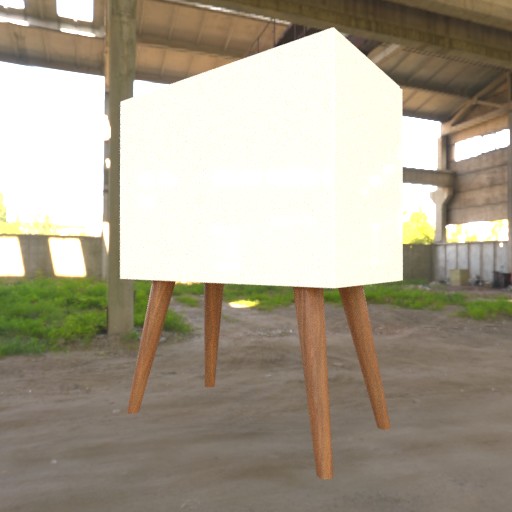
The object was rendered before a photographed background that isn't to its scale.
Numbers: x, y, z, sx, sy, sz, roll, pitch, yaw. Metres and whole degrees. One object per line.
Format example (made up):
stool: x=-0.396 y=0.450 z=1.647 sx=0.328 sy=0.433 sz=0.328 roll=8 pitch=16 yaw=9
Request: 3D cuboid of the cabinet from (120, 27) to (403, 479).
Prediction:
cabinet: x=0.000 y=0.000 z=1.063 sx=0.591 sy=0.772 sz=0.344 roll=0 pitch=0 yaw=37
